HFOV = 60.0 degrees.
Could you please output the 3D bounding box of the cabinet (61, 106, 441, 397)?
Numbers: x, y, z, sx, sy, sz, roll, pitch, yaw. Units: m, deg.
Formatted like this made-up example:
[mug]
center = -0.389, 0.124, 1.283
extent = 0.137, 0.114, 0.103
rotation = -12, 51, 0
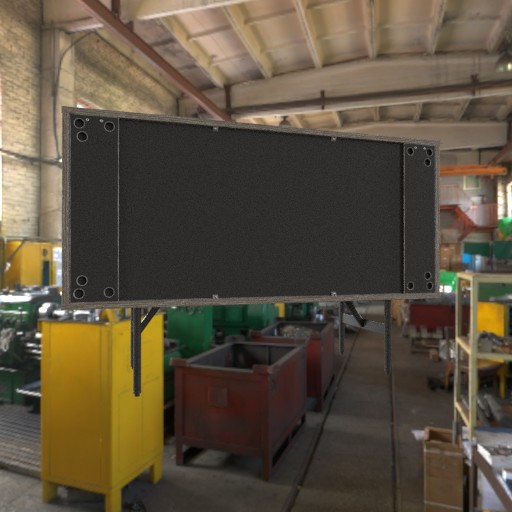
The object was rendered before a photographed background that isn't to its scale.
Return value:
[cabinet]
center = 0.000, 0.000, 1.531
extent = 1.194, 0.787, 0.405
rotation = 0, 0, -17
